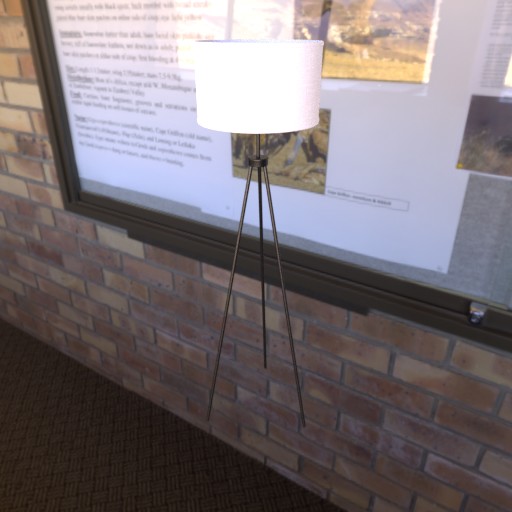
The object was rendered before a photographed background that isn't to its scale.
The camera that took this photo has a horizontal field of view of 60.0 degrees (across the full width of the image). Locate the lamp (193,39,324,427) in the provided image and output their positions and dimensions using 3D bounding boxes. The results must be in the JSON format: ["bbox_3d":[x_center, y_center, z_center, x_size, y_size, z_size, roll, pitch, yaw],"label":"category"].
[{"bbox_3d":[0.000,0.000,1.767,0.448,1.545,0.458,0,27,1],"label":"lamp"}]
